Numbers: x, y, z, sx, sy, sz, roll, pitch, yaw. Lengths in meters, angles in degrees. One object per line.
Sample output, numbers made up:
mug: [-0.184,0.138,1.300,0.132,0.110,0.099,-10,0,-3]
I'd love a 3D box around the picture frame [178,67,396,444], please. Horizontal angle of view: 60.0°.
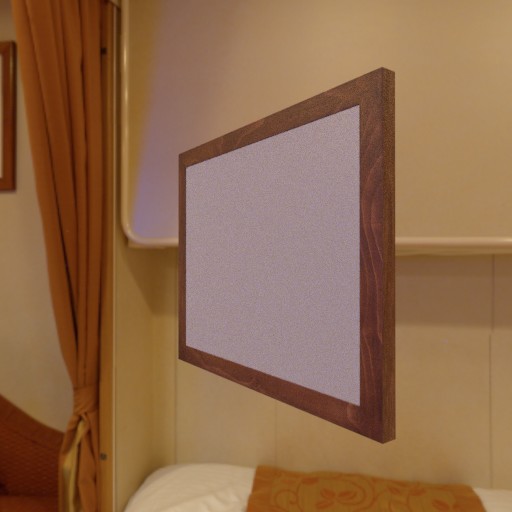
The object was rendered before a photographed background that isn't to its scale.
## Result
picture frame: [0.000,0.000,0.771,0.025,0.457,0.559,0,0,-36]
